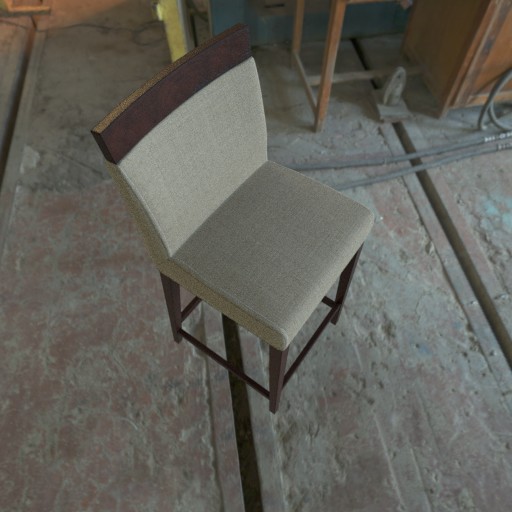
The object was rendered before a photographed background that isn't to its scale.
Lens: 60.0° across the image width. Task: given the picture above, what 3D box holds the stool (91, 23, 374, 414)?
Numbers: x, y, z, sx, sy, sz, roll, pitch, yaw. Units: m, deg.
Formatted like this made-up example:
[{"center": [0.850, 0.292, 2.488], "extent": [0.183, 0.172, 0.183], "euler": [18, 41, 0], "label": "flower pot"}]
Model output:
[{"center": [0.000, 0.000, 1.260], "extent": [0.480, 1.011, 0.463], "euler": [31, 62, 19], "label": "stool"}]
